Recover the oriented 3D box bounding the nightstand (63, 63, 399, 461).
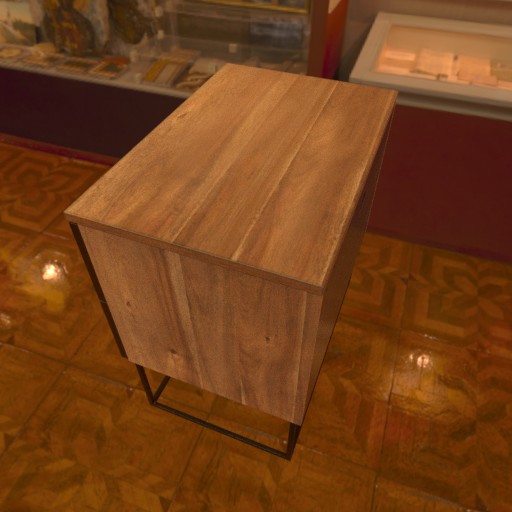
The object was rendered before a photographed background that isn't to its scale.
[{"bbox_3d":[0.000,0.000,1.035,0.427,0.611,0.605,16,47,15],"label":"nightstand"}]
